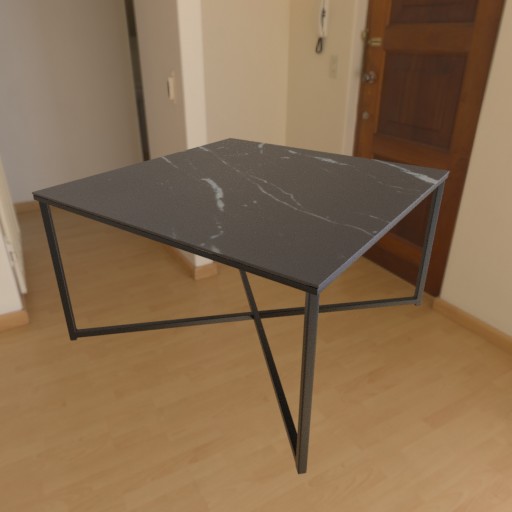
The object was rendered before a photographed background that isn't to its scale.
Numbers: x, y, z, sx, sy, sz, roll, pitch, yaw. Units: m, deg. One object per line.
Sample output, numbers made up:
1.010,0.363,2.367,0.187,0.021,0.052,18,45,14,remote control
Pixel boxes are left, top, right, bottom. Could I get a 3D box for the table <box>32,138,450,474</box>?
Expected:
0.000,0.000,1.287,0.800,0.450,0.800,17,31,31,table
